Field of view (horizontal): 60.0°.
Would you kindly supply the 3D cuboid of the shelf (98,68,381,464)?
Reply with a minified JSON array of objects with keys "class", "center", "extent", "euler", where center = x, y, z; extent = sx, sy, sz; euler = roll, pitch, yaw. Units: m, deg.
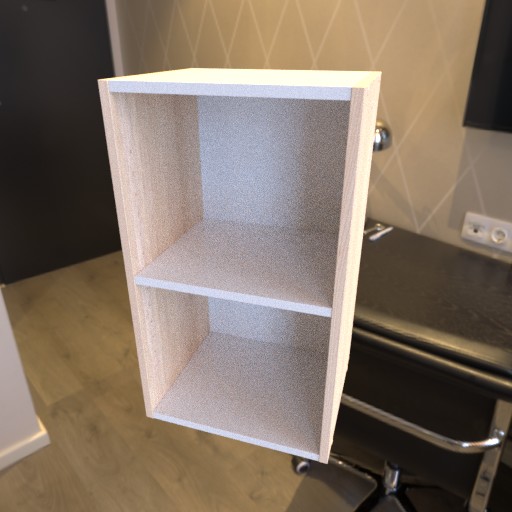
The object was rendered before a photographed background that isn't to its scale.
[{"class":"shelf","center":[0.000,0.000,0.793],"extent":[0.350,0.600,0.290],"euler":[8,27,16]}]
